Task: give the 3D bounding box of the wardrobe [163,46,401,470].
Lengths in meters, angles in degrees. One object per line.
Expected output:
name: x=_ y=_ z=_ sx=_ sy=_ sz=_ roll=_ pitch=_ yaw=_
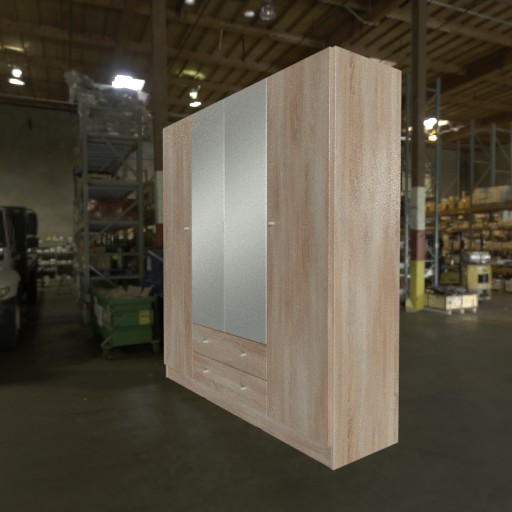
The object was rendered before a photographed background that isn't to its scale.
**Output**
wardrobe: x=0.000 y=0.000 z=3.197 sx=0.598 sy=2.159 sz=1.998 roll=-1 pitch=2 yaw=-36
